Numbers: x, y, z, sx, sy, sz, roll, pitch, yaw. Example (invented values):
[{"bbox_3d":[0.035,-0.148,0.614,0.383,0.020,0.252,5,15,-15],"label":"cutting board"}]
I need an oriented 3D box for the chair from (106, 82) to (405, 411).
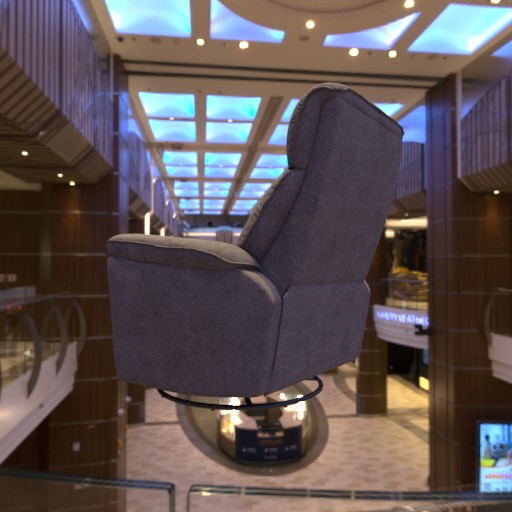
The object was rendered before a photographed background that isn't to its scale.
[{"bbox_3d":[0.000,0.000,1.743,1.009,1.036,0.830,-1,-2,37],"label":"chair"}]
